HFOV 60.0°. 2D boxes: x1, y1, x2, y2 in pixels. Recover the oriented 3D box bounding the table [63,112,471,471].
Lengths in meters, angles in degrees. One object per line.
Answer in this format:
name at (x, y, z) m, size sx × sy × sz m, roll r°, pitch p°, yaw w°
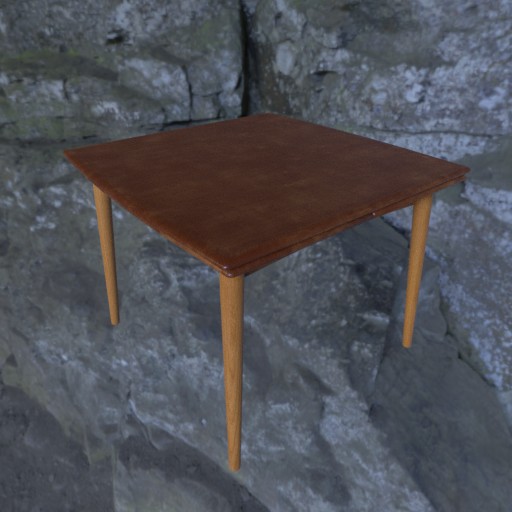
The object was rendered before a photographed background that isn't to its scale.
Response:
table at (0.000, 0.000, 1.657) m, size 0.991 × 0.754 × 0.991 m, roll -22°, pitch 37°, yaw -33°
